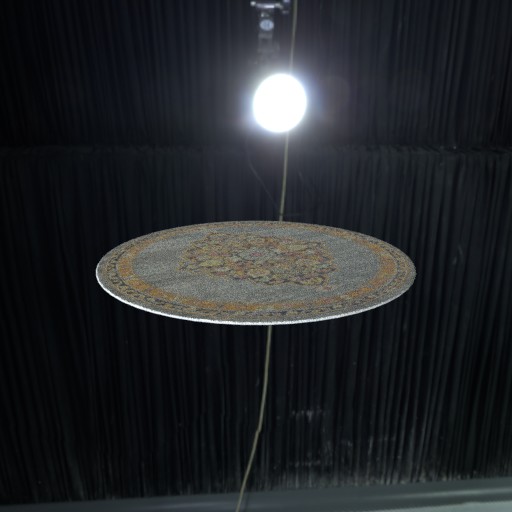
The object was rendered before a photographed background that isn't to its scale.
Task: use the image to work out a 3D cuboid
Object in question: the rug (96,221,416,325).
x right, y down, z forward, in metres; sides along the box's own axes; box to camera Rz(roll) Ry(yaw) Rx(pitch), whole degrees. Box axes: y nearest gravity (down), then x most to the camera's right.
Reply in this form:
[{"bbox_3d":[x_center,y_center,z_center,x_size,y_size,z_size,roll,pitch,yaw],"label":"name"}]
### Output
[{"bbox_3d":[0.000,0.000,2.341,1.598,0.010,1.598,0,18,0],"label":"rug"}]
